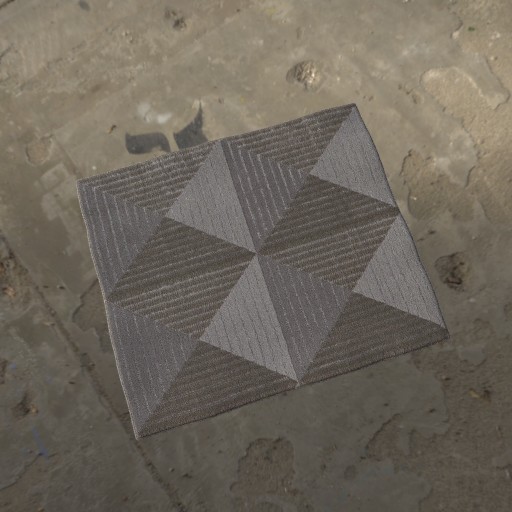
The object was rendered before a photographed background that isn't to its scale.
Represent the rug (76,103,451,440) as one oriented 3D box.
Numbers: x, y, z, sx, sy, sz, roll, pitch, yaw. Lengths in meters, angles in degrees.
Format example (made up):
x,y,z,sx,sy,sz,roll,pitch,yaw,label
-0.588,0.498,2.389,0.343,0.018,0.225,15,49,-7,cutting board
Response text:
x,y,z,sx,sy,sz,roll,pitch,yaw,label
0.000,0.000,0.907,0.642,0.008,0.551,-17,77,-4,rug
